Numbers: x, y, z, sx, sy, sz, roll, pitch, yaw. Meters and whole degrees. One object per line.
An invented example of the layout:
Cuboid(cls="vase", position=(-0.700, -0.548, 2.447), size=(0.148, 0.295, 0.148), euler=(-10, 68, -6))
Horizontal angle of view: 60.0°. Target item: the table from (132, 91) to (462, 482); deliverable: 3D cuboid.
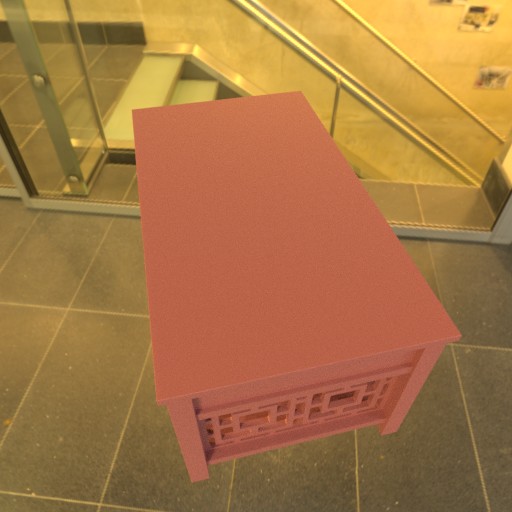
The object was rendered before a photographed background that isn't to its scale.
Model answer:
Cuboid(cls="table", position=(0.000, 0.000, 1.366), size=(0.612, 0.493, 1.068), euler=(-10, 47, -9))
